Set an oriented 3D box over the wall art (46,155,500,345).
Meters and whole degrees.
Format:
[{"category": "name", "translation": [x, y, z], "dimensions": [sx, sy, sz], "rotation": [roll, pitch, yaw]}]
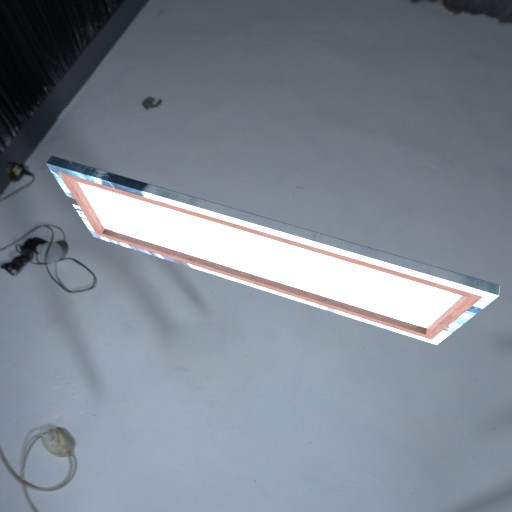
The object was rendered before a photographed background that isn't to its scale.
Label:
[{"category": "wall art", "translation": [0.000, 0.000, 1.650], "dimensions": [1.524, 0.509, 0.037], "rotation": [17, 64, 9]}]
